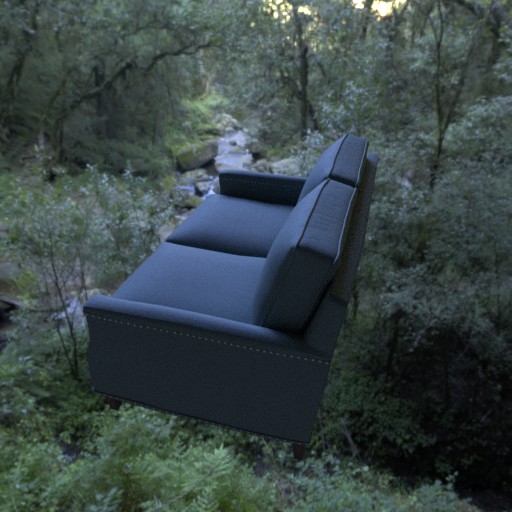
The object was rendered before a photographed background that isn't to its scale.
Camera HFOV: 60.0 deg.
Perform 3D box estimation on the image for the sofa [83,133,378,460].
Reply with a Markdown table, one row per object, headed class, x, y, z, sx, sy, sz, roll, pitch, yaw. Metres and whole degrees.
| class | x | y | z | sx | sy | sz | roll | pitch | yaw |
| --- | --- | --- | --- | --- | --- | --- | --- | --- | --- |
| sofa | 0.000 | 0.000 | 2.319 | 1.084 | 1.003 | 1.597 | 9 | 33 | 14 |
